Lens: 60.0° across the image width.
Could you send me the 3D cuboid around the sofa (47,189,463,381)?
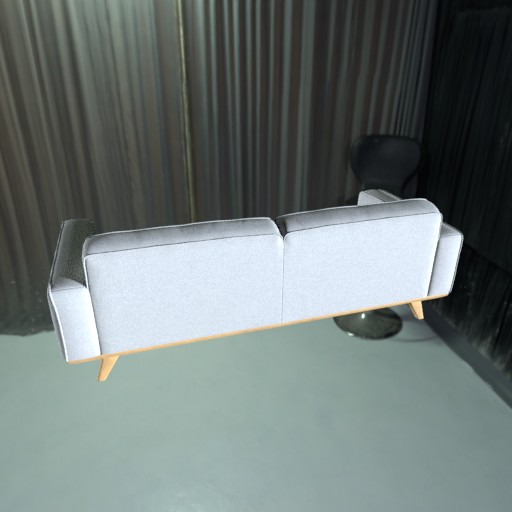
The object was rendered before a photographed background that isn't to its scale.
[{"bbox_3d":[0.000,0.000,2.736,2.270,0.781,0.956,-8,27,-15],"label":"sofa"}]
